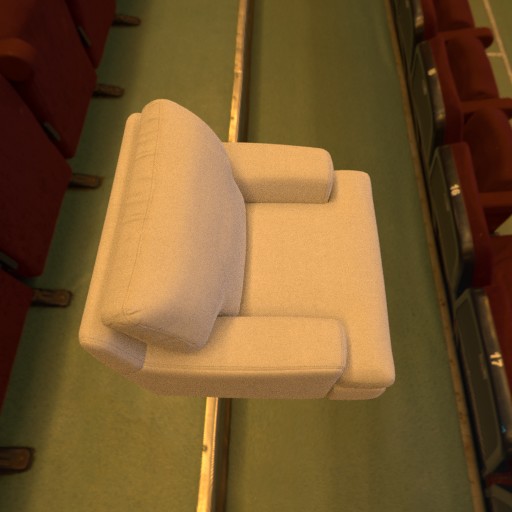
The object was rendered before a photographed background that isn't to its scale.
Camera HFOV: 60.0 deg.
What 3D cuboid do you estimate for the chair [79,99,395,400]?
[{"bbox_3d":[0.000,0.000,1.974,1.158,0.930,1.140,1,61,1],"label":"chair"}]
